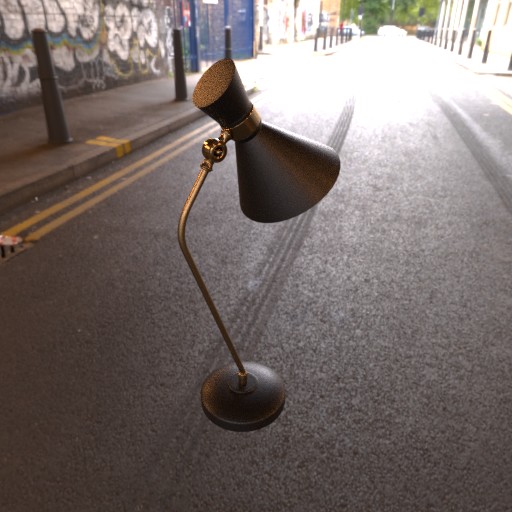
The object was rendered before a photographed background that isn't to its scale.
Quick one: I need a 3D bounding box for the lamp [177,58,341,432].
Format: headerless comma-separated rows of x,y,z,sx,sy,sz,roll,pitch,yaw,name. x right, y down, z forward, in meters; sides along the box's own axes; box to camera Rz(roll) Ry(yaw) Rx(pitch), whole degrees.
0.000,0.000,0.787,0.292,0.647,0.189,-18,33,-31,lamp
